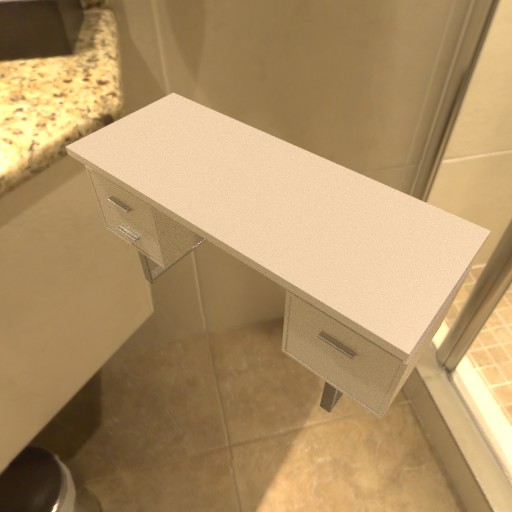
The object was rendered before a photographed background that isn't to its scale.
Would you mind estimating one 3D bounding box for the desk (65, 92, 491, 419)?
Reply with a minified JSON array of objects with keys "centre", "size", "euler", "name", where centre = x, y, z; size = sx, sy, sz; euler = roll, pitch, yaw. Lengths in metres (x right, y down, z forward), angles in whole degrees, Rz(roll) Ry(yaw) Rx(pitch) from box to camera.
[{"centre":[0.000,0.000,1.924],"size":[1.530,0.773,0.603],"euler":[31,54,26],"name":"desk"}]
